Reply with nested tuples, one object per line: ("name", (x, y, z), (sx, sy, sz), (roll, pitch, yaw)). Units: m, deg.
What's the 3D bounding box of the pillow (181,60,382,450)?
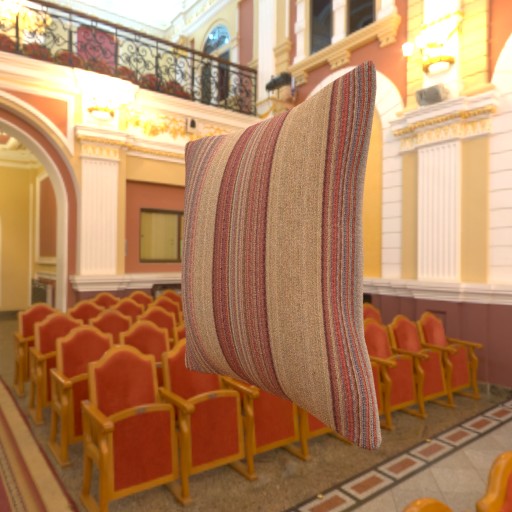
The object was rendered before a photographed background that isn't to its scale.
("pillow", (0.000, 0.000, 0.641), (0.136, 0.419, 0.437), (0, 0, -36))
